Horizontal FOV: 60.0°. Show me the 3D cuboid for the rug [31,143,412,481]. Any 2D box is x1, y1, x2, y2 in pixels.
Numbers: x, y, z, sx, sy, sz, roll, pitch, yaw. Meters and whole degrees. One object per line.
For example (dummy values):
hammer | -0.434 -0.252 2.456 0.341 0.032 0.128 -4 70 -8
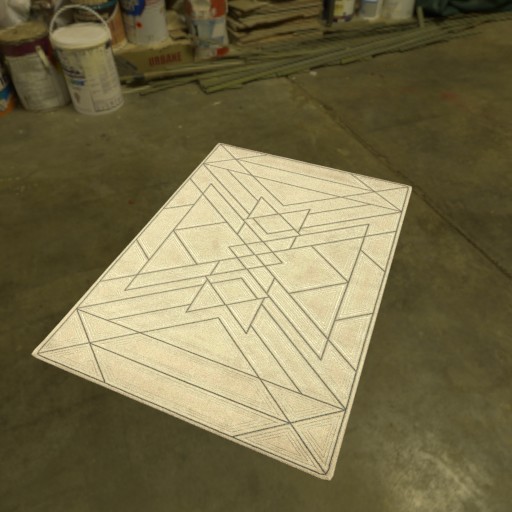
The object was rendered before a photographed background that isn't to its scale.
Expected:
rug | 0.000 0.000 4.239 2.436 0.026 3.381 16 48 16
